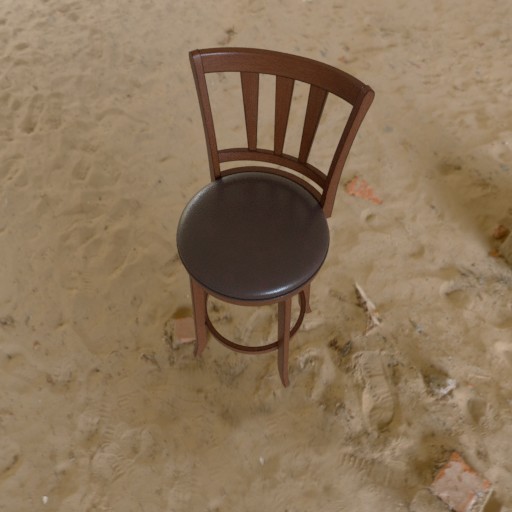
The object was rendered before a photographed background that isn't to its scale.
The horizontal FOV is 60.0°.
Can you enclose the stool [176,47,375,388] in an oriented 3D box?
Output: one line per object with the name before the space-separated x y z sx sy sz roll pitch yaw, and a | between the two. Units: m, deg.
stool | 0.000 0.000 1.460 0.464 1.177 0.503 16 60 10
